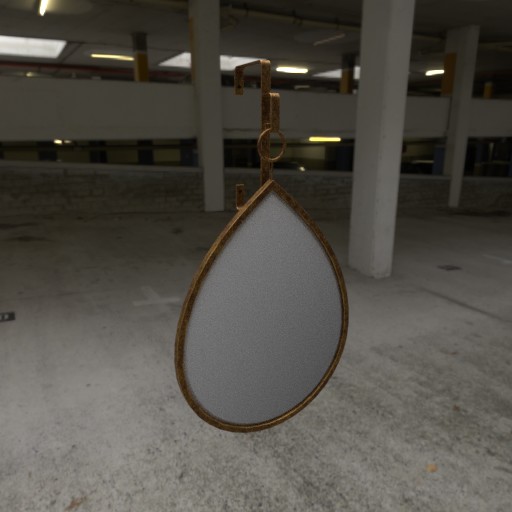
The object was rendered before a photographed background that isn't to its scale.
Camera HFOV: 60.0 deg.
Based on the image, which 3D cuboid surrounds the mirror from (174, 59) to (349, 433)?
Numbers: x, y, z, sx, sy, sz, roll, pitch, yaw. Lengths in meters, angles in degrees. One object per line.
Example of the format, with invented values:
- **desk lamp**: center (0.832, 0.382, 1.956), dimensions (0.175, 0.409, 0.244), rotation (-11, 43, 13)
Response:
- **mirror**: center (0.000, 0.000, 0.921), dimensions (0.405, 0.744, 0.144), rotation (-8, 18, -28)
